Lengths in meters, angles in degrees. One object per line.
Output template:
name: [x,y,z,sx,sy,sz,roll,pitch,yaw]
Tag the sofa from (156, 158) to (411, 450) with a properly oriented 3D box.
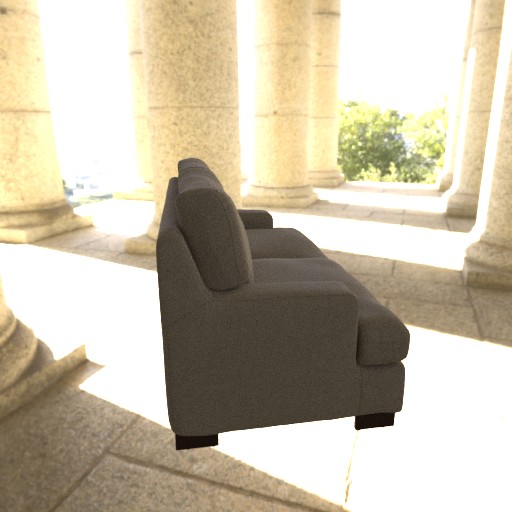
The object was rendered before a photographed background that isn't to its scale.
sofa: [0.000,0.000,2.450,0.962,0.980,1.855,-3,16,-9]
